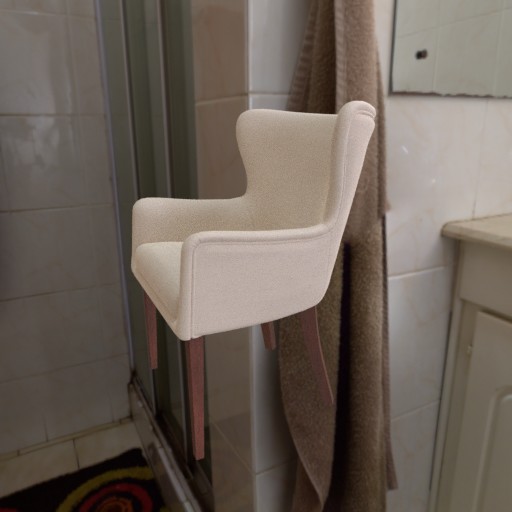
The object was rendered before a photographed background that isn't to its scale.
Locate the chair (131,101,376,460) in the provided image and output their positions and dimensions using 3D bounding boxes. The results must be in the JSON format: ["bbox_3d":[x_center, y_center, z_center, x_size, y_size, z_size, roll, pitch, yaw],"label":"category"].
[{"bbox_3d":[0.000,0.000,1.530,0.744,0.990,0.696,-8,18,-25],"label":"chair"}]
